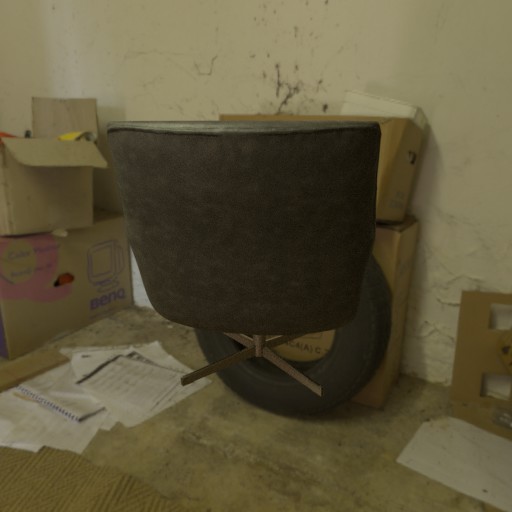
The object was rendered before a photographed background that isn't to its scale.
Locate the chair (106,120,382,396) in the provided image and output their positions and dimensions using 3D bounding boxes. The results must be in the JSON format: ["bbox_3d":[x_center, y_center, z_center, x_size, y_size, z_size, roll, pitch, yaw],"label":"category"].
[{"bbox_3d":[0.000,0.000,1.505,0.738,0.870,0.874,2,16,7],"label":"chair"}]
